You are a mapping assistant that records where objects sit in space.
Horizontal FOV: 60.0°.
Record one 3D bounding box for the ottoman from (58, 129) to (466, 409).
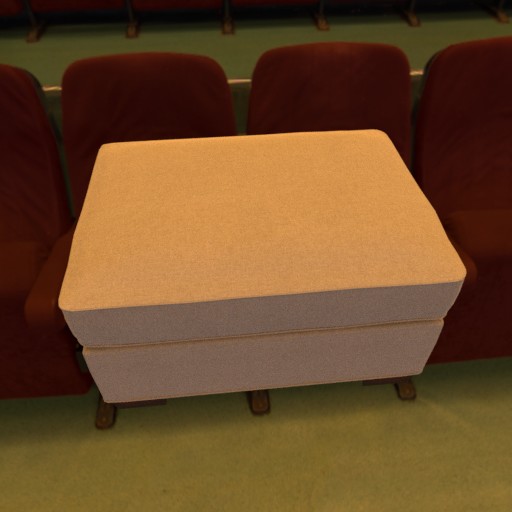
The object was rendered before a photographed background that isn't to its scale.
[{"bbox_3d":[0.000,0.000,1.234,0.846,0.503,0.617,-4,46,-4],"label":"ottoman"}]
